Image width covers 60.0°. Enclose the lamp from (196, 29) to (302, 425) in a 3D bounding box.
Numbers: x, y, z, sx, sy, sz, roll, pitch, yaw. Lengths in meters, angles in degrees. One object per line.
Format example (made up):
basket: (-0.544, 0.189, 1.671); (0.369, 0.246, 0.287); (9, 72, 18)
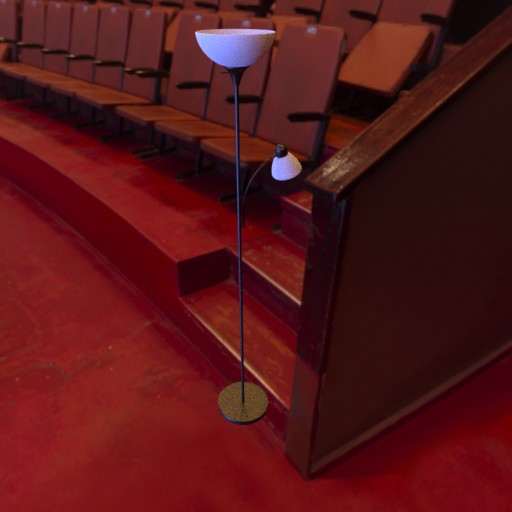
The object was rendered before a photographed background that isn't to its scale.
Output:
lamp: (0.000, 0.000, 1.988); (0.442, 1.804, 0.279); (-20, 36, -30)
